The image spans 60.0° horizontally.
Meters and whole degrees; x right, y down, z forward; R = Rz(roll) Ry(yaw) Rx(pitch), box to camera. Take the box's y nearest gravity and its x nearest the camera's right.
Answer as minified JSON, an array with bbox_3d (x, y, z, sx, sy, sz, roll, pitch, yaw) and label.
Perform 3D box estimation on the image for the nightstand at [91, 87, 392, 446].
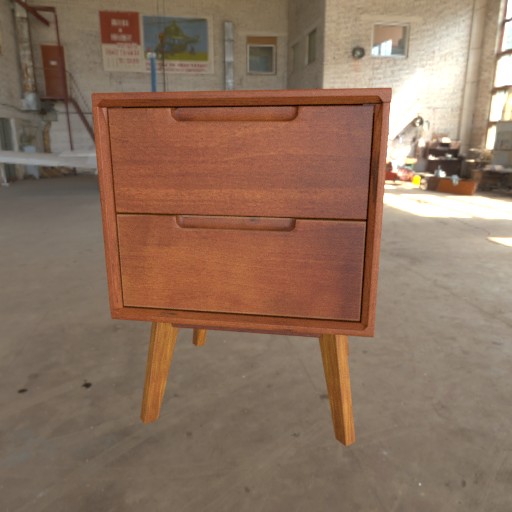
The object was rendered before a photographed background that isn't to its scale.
[{"bbox_3d":[0.000,0.000,0.937,0.460,0.618,0.411,2,15,9],"label":"nightstand"}]
